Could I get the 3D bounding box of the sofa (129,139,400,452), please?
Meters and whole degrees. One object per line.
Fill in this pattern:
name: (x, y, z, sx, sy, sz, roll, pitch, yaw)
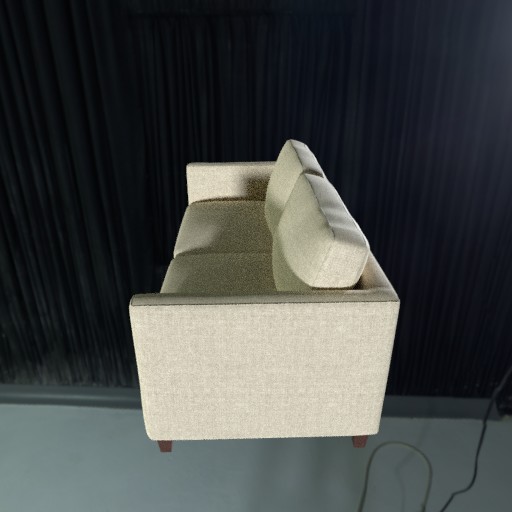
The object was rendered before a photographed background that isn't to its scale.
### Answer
sofa: (0.000, 0.000, 2.427, 0.950, 0.963, 1.884, -1, 26, -2)
